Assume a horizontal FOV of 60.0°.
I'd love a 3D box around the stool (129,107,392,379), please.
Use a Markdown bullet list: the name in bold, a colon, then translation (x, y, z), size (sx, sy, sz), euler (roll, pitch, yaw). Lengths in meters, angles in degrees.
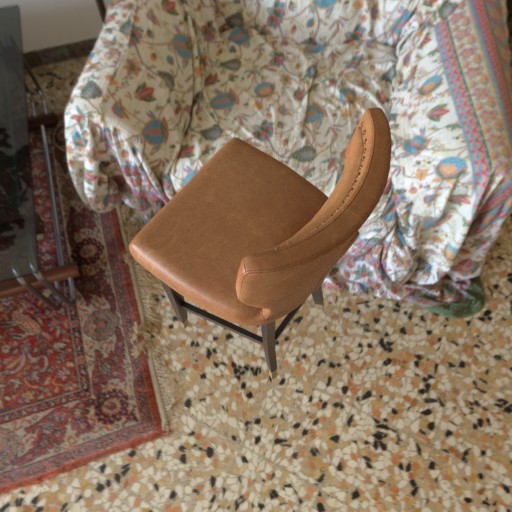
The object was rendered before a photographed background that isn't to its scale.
- **stool**: translation (0.000, 0.000, 1.429), size (0.563, 1.092, 0.526), euler (33, 69, 15)
